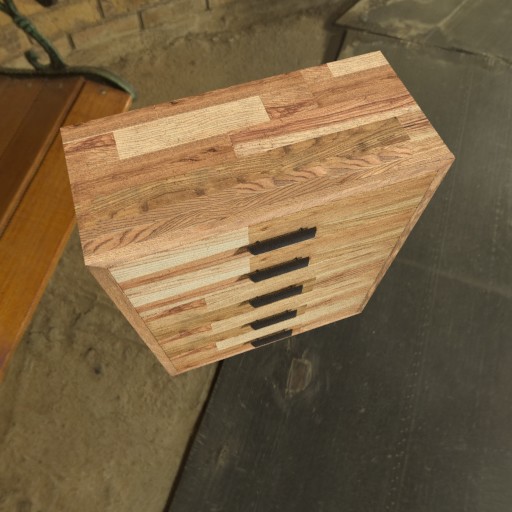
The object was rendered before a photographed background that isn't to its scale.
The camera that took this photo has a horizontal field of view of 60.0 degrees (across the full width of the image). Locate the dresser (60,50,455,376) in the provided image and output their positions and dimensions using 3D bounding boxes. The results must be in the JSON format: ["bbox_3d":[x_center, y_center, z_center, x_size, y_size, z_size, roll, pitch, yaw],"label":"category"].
[{"bbox_3d":[0.000,0.000,1.726,0.966,1.243,0.480,-17,64,-9],"label":"dresser"}]
